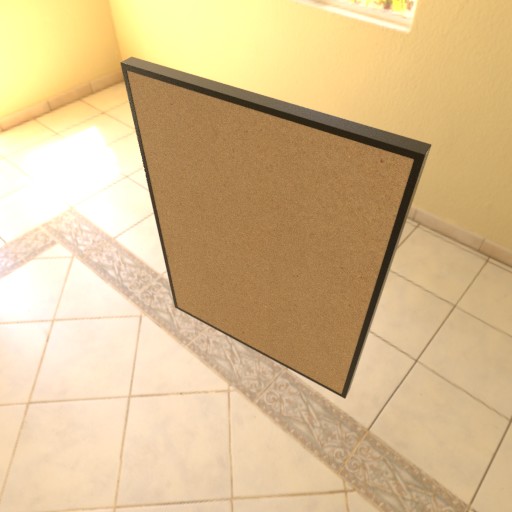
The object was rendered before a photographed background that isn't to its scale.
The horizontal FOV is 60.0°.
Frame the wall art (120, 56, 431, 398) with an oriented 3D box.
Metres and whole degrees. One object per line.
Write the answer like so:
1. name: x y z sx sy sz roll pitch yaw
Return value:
1. wall art: 0.000 0.000 1.385 0.788 1.046 0.043 24 51 21
